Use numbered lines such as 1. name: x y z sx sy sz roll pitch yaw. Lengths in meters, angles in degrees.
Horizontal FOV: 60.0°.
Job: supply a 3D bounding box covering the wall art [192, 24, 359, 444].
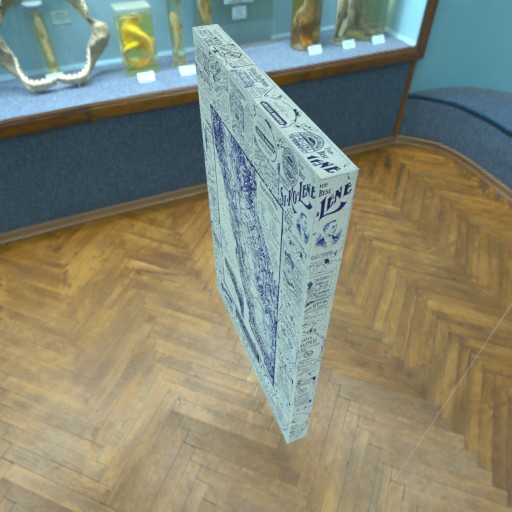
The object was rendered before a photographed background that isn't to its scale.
1. wall art: 0.000 0.000 0.467 0.025 0.376 0.255 -16 48 -15
